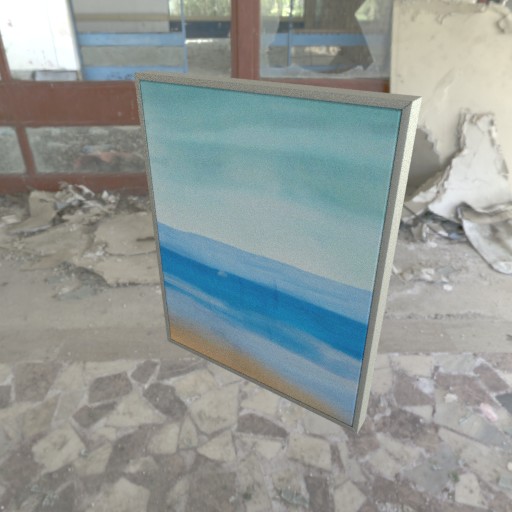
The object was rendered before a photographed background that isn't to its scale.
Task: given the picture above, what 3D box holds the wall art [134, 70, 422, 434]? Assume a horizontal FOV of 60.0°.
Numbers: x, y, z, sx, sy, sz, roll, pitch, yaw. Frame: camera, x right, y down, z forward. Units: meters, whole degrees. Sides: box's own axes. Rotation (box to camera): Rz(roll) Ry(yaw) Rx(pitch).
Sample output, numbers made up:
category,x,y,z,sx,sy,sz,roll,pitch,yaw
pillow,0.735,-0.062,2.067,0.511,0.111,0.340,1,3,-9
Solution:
category,x,y,z,sx,sy,sz,roll,pitch,yaw
wall art,0.000,0.000,0.752,0.445,0.553,0.039,18,34,29
